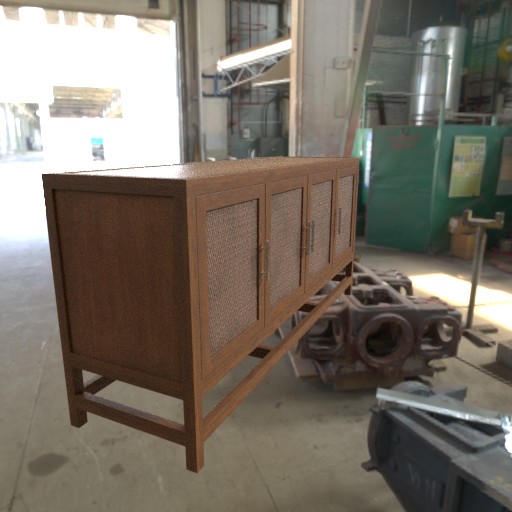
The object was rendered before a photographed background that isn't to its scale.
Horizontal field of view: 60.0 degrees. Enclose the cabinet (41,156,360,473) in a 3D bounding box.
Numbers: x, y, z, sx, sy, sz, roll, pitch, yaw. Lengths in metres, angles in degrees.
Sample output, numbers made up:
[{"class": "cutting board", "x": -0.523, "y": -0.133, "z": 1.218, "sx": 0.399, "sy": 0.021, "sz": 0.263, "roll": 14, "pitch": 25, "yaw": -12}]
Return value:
[{"class": "cabinet", "x": 0.000, "y": 0.000, "z": 1.991, "sx": 0.522, "sy": 0.820, "sz": 1.708, "roll": 7, "pitch": 16, "yaw": 25}]
